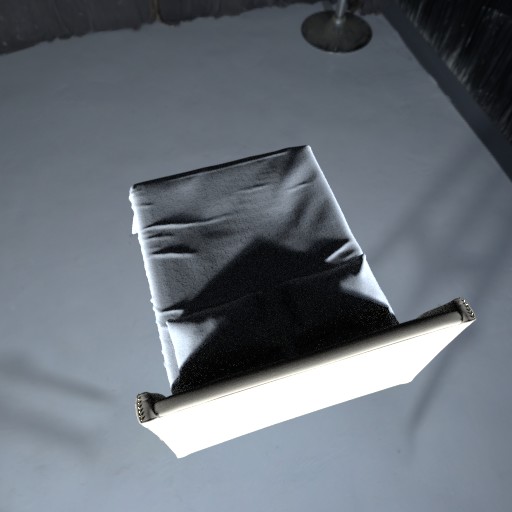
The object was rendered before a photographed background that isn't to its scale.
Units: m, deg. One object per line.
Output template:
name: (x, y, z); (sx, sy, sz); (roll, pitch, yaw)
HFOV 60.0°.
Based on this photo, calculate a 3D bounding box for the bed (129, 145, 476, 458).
bed: (0.000, 0.000, 3.431); (1.925, 1.332, 2.276); (-15, 60, -9)
